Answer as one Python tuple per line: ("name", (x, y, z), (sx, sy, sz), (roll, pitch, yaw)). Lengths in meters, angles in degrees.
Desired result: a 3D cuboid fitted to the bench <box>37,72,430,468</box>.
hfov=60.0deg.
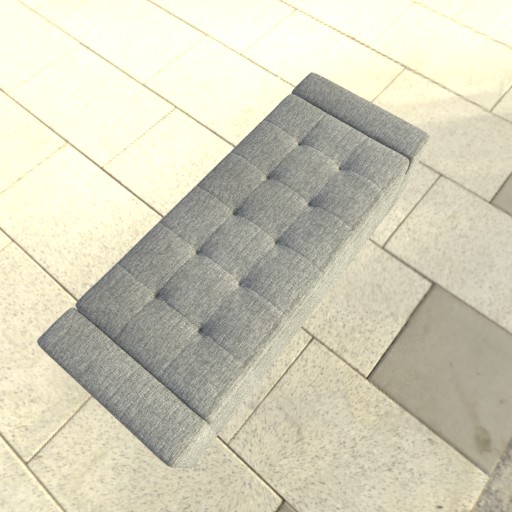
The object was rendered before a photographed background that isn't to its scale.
("bench", (0.000, 0.000, 1.524), (0.508, 0.445, 1.296), (35, 69, 16))
